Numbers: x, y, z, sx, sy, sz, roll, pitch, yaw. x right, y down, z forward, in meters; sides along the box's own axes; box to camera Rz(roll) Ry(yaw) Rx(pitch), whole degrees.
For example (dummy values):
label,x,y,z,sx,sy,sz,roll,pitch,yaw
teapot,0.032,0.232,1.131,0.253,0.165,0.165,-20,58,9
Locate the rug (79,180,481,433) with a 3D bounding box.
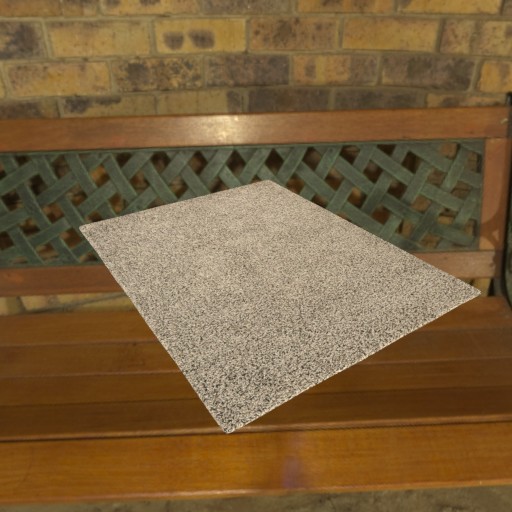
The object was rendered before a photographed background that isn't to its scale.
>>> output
label,x,y,z,sx,sy,sz,roll,pitch,yaw
rug,0.000,0.000,4.138,2.438,0.029,3.047,-19,36,-29
